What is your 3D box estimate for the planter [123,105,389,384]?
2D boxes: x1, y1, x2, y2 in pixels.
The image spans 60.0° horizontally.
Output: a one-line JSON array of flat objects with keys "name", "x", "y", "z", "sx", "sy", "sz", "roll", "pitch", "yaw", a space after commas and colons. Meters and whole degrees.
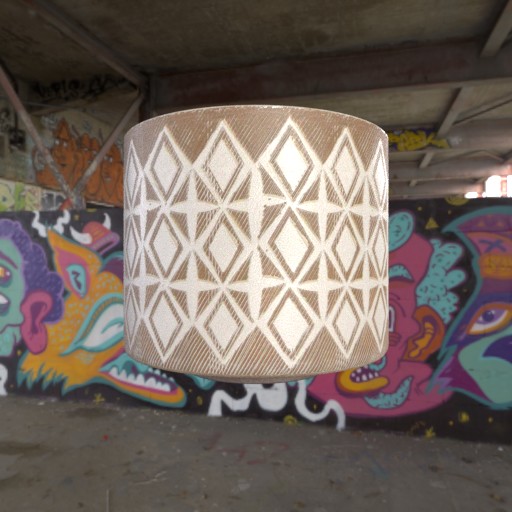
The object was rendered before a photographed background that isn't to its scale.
[{"name": "planter", "x": 0.000, "y": 0.000, "z": 0.337, "sx": 0.193, "sy": 0.165, "sz": 0.193, "roll": 0, "pitch": 0, "yaw": 0}]
